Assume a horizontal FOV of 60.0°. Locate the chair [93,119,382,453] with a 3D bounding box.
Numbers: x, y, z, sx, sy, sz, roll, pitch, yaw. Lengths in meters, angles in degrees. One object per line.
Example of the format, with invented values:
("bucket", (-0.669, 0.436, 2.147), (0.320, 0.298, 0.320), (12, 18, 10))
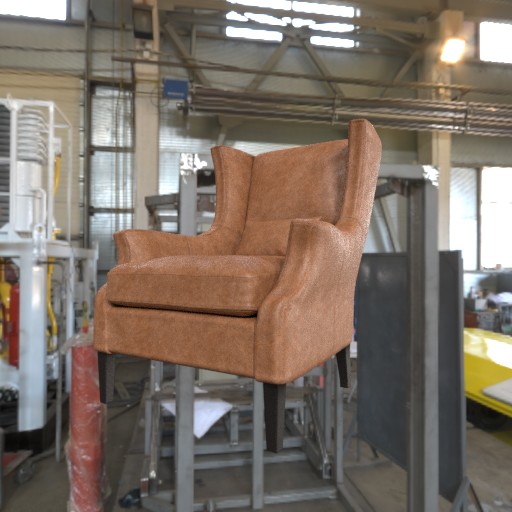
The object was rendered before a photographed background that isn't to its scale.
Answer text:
("chair", (0.000, 0.000, 1.689), (0.853, 1.016, 0.926), (0, -1, 35))
